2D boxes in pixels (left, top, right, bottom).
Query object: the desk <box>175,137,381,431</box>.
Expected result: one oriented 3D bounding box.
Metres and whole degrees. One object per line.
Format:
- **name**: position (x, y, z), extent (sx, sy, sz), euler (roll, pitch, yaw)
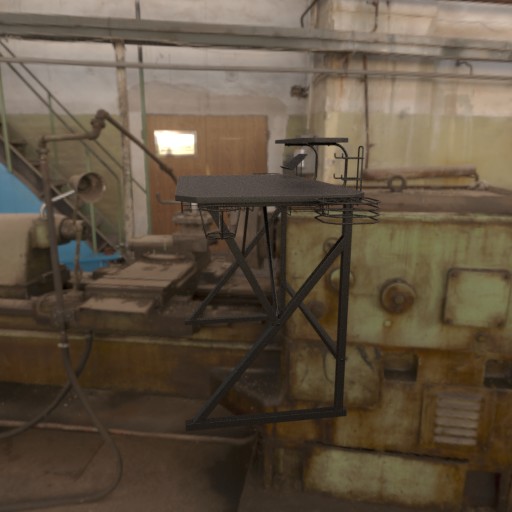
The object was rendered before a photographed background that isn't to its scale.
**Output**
- **desk**: position (0.000, 0.000, 1.724), extent (0.580, 0.880, 1.290), euler (-2, 14, -9)
